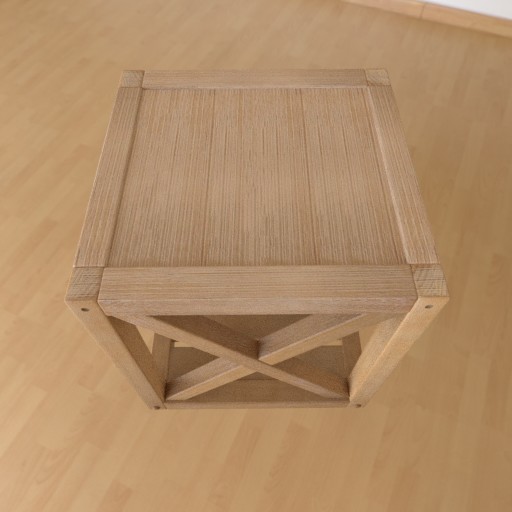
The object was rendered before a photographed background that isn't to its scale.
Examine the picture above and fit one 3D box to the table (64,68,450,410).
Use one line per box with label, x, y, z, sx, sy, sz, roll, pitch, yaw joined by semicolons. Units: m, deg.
table;0.000;0.000;1.040;0.559;0.610;0.558;0;57;0
